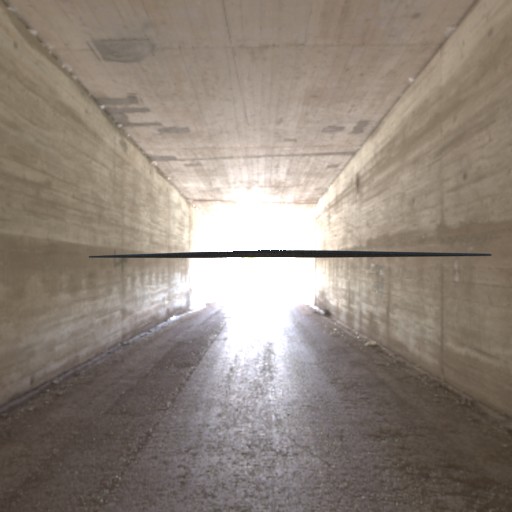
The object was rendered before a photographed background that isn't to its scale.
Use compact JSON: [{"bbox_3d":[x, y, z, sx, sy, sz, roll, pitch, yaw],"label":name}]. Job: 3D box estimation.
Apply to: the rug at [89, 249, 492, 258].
[{"bbox_3d":[0.000,0.000,2.314,1.219,0.010,1.829,1,-1,-35],"label":"rug"}]
